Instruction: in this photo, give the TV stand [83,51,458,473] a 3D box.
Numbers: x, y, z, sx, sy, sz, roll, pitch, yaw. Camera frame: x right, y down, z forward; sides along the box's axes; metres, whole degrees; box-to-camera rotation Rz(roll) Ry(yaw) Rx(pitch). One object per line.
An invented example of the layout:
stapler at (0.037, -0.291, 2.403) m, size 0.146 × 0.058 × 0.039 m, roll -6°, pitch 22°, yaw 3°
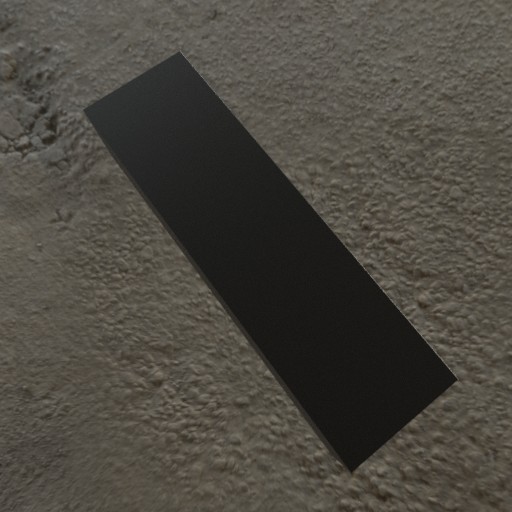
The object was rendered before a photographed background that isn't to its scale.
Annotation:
TV stand at (0.000, 0.000, 1.537) m, size 0.390 × 0.518 × 1.312 m, roll -36°, pitch 77°, yaw -10°
